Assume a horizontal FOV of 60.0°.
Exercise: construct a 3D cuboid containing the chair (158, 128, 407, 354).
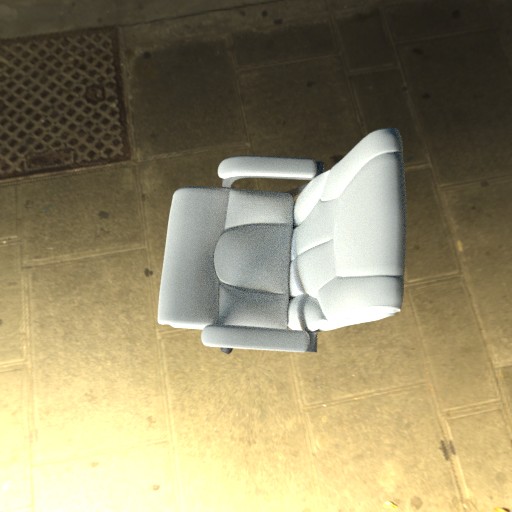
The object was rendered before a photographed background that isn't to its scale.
[{"bbox_3d":[0.000,0.000,1.607,0.738,1.120,0.687,4,76,1],"label":"chair"}]
